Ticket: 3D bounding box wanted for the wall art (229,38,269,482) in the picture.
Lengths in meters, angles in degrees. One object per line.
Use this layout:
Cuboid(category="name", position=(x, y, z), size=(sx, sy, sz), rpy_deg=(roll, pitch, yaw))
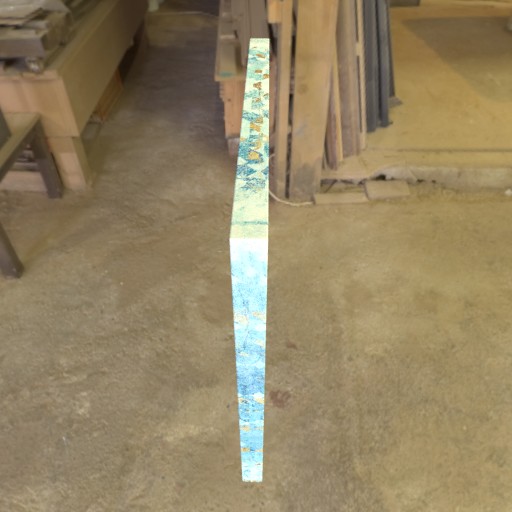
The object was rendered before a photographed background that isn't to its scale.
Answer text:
Cuboid(category="wall art", position=(0.000, 0.000, 0.860), size=(0.040, 0.609, 0.609), rpy_deg=(1, 43, 1))
